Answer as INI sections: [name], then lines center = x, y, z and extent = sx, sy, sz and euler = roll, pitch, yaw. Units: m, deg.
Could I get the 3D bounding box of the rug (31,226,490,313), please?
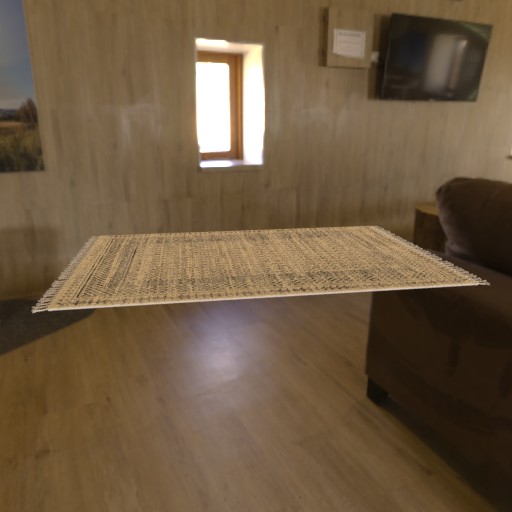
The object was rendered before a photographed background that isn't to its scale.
[rug]
center = 0.000, 0.000, 3.060
extent = 2.486, 0.013, 1.548
euler = -3, 17, -9
